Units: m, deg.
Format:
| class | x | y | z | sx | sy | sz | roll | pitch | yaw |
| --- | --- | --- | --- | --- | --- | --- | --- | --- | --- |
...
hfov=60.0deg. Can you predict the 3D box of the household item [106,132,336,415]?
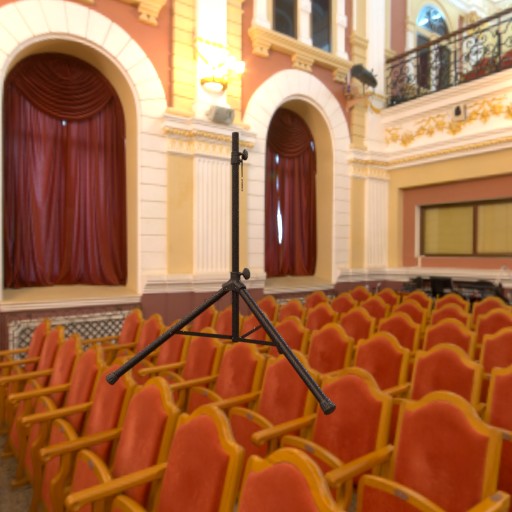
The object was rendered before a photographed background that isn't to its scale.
| class | x | y | z | sx | sy | sz | roll | pitch | yaw |
| --- | --- | --- | --- | --- | --- | --- | --- | --- | --- |
| household item | 0.000 | 0.000 | 1.924 | 1.045 | 1.136 | 0.907 | 0 | 0 | -36 |
